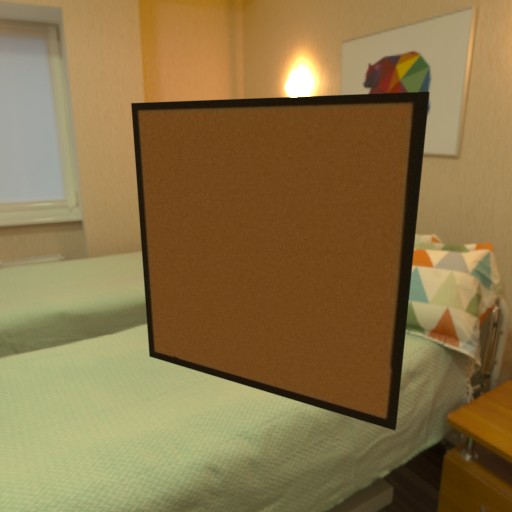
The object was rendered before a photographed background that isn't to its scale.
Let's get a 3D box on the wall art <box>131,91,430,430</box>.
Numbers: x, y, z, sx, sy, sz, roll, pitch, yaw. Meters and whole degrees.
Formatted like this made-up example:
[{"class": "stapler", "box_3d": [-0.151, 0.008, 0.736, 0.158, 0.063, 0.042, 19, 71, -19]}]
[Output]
[{"class": "wall art", "box_3d": [0.000, 0.000, 1.227, 0.823, 0.823, 0.013, 8, 18, 27]}]
